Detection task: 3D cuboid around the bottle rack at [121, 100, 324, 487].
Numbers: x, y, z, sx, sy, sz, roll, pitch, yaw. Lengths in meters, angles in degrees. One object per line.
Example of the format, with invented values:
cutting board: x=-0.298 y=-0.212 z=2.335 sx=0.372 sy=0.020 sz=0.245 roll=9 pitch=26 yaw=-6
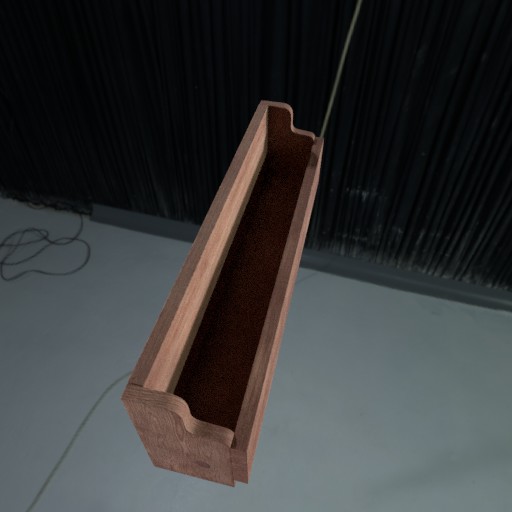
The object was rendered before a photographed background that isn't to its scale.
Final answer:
bottle rack: x=0.000 y=0.000 z=0.694 sx=0.126 sy=0.196 sz=0.608 roll=10 pitch=48 yaw=9
